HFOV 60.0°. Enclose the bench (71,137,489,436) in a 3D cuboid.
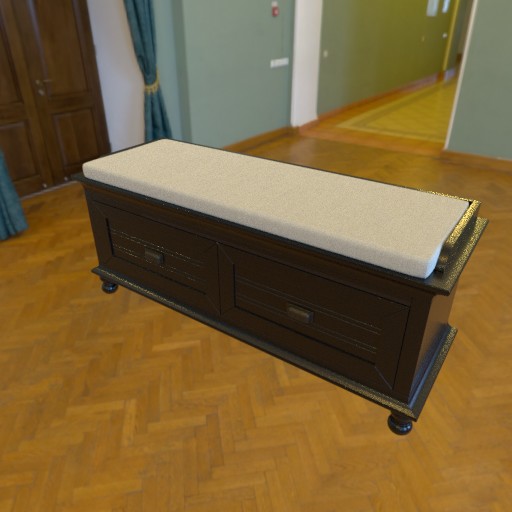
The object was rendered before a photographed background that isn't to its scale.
[{"bbox_3d":[0.000,0.000,1.390,1.185,0.501,0.402,19,34,29],"label":"bench"}]
